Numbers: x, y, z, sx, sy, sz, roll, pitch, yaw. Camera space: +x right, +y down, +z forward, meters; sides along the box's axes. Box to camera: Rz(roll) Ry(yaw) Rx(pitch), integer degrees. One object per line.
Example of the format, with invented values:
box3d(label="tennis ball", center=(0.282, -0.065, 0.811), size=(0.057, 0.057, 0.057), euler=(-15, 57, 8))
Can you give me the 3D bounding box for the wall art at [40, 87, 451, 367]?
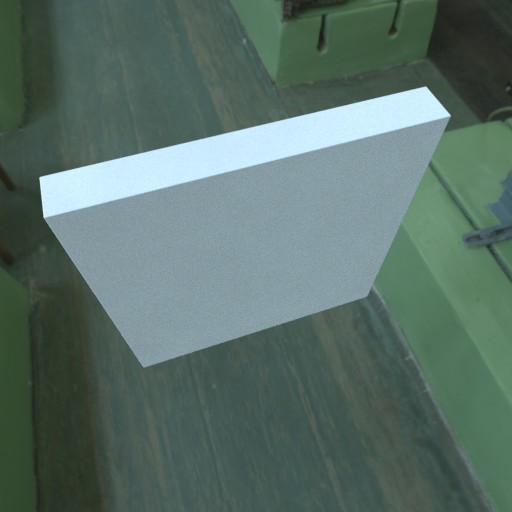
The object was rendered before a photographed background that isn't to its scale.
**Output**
box3d(label="wall art", center=(0.000, 0.000, 0.453), size=(0.305, 0.305, 0.038), euler=(-16, 59, -10))
